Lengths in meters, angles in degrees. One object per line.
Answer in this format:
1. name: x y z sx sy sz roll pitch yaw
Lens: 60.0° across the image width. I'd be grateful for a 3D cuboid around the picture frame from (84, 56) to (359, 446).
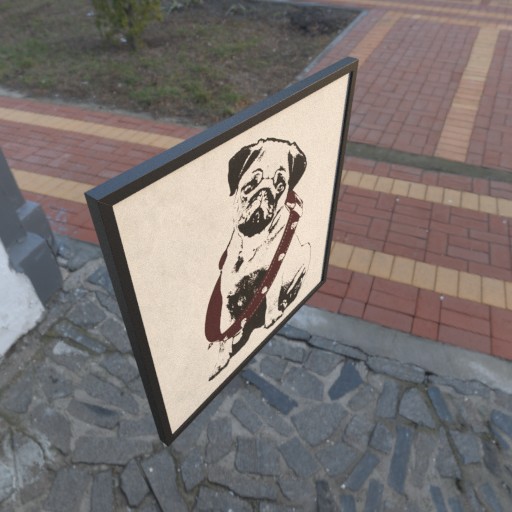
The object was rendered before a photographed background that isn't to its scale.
1. picture frame: 0.000 0.000 1.129 0.032 0.775 0.775 28 49 28
